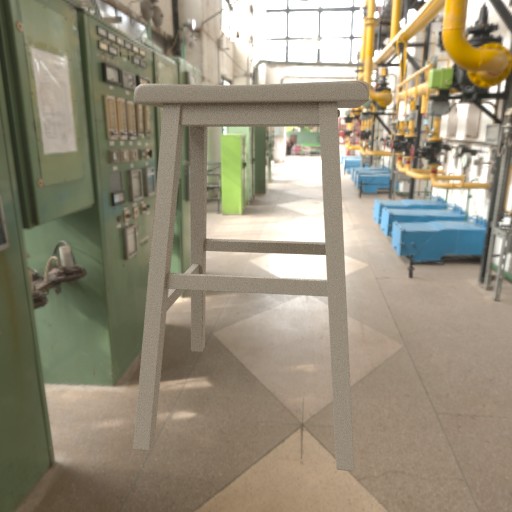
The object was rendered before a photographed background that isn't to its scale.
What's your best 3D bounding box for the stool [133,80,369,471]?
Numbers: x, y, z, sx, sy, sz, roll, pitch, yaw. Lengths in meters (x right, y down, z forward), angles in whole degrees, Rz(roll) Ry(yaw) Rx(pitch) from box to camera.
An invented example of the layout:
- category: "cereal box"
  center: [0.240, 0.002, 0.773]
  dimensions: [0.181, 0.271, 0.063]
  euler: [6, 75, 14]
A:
- category: "stool"
  center: [0.000, 0.000, 1.035]
  dimensions: [0.457, 0.737, 0.476]
  euler: [2, 16, 8]
